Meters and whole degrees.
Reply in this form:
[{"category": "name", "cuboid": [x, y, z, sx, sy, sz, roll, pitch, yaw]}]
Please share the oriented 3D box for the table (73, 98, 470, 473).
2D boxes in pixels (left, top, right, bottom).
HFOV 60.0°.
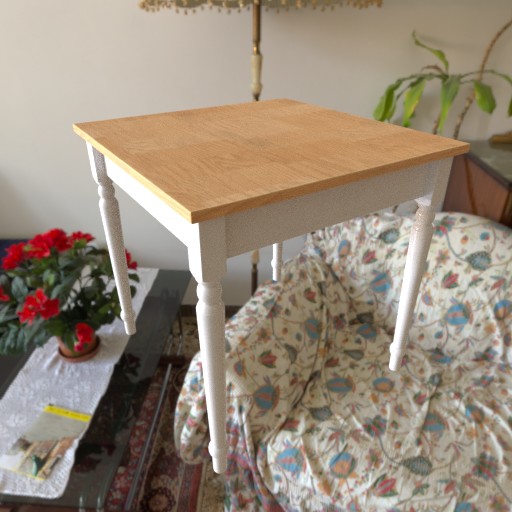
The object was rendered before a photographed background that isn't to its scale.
[{"category": "table", "cuboid": [0.000, 0.000, 1.339, 0.747, 0.738, 0.747, -18, 34, -29]}]
